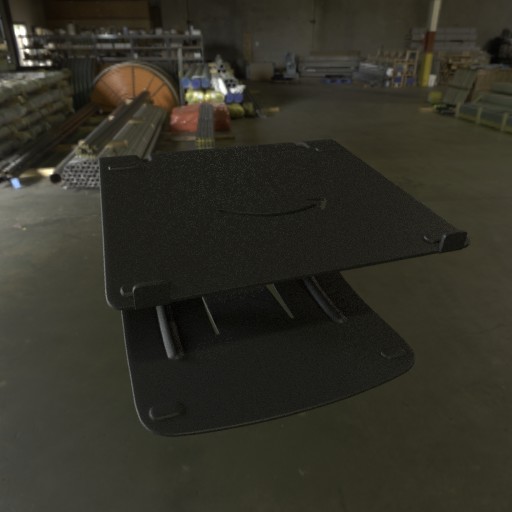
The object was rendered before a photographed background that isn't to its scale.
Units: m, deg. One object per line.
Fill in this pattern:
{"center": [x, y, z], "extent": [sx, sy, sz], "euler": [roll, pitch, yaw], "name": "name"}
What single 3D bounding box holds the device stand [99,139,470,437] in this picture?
{"center": [0.000, 0.000, 0.396], "extent": [0.256, 0.155, 0.236], "euler": [-9, 28, -18], "name": "device stand"}
